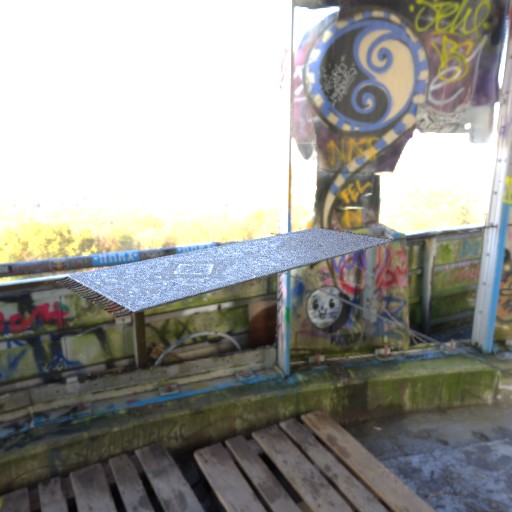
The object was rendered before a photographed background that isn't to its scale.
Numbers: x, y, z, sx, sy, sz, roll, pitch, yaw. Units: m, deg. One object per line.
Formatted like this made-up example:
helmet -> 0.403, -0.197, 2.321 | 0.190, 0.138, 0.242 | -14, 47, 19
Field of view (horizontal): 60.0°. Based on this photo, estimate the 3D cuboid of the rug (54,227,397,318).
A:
rug -> 0.000, 0.000, 2.846 | 2.378, 0.018, 1.324 | -7, 16, -27
